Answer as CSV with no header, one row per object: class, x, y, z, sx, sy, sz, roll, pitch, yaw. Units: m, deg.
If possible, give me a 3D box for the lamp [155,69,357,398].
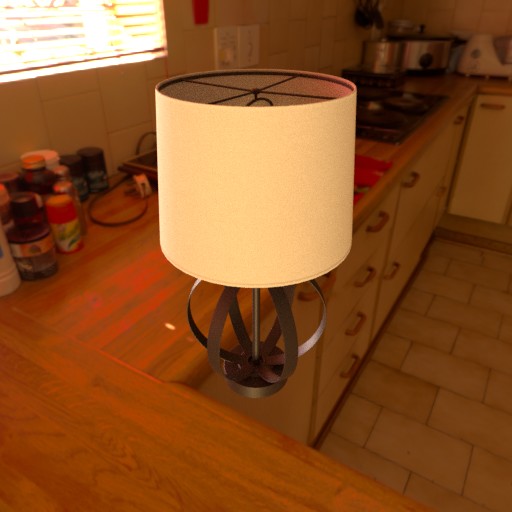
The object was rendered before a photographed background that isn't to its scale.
lamp,0.000,0.000,0.696,0.286,0.510,0.286,0,31,0
